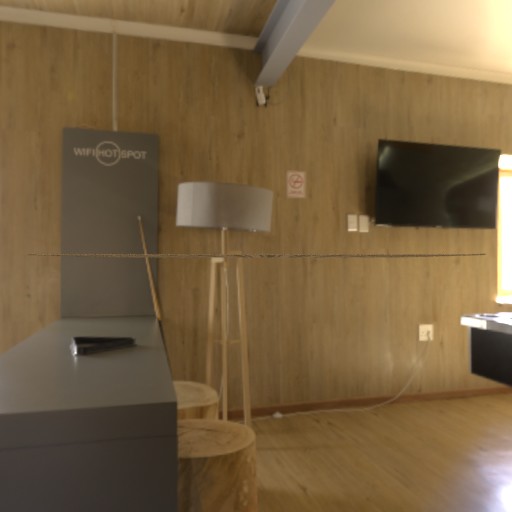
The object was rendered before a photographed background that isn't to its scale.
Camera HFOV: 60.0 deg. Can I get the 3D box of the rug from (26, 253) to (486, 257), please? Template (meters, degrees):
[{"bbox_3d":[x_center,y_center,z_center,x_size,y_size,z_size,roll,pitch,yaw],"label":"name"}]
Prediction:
[{"bbox_3d":[0.000,0.000,2.584,2.084,0.009,1.222,0,-1,1],"label":"rug"}]
